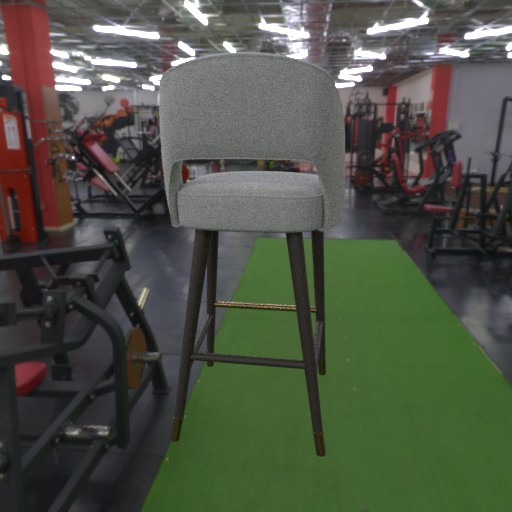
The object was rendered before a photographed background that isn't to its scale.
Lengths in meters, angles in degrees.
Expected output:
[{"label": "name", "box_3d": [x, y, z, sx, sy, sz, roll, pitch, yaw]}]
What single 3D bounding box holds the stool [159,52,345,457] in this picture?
[{"label": "stool", "box_3d": [0.000, 0.000, 1.313, 0.494, 1.037, 0.509, 2, 16, 8]}]
